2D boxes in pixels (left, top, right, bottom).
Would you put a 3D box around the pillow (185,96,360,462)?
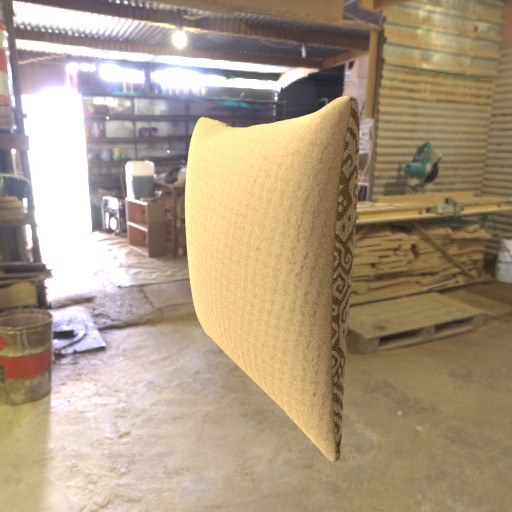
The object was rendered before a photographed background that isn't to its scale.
[{"bbox_3d":[0.000,0.000,0.645,0.173,0.407,0.419,-7,16,-26],"label":"pillow"}]
